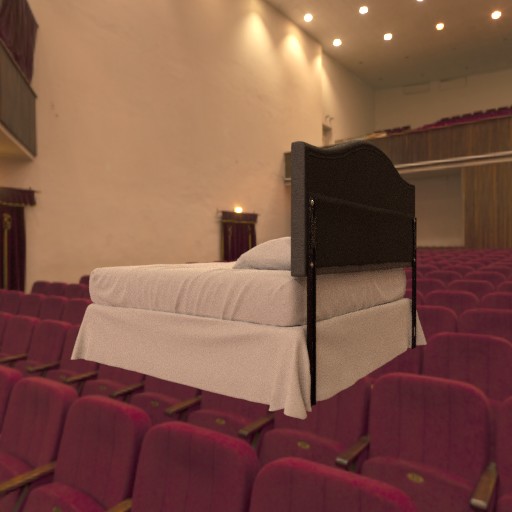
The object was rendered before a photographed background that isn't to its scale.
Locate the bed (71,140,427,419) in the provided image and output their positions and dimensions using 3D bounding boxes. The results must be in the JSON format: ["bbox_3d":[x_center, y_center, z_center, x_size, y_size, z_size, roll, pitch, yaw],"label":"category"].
[{"bbox_3d":[0.000,0.000,3.792,2.219,1.651,2.314,0,1,37],"label":"bed"}]
